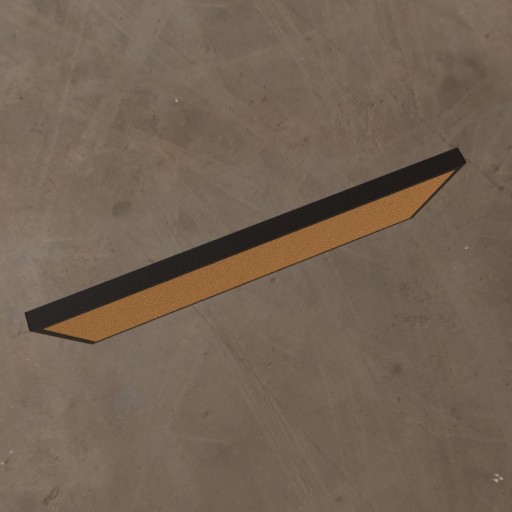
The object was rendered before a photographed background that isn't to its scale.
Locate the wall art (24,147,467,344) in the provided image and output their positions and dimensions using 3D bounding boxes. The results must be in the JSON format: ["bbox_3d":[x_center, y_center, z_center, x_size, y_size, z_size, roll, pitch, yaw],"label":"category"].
[{"bbox_3d":[0.000,0.000,0.960,0.860,0.303,0.037,-21,76,-6],"label":"wall art"}]
